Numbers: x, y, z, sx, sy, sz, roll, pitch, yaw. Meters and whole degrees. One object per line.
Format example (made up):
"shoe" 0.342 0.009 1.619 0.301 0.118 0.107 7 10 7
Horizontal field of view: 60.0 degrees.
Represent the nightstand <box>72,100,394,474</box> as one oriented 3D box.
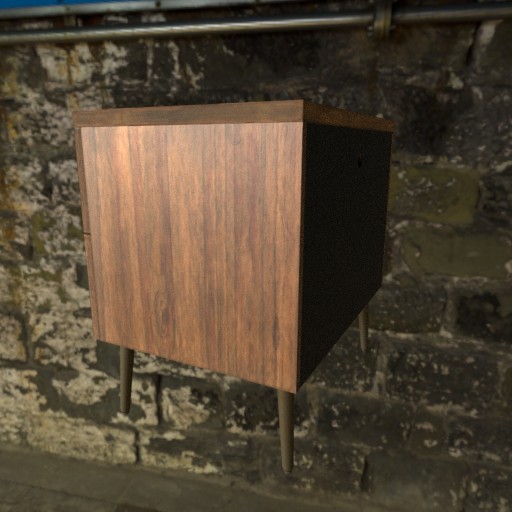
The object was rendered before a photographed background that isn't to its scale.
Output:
"nightstand" 0.000 0.000 1.017 0.458 0.610 0.610 7 16 27
